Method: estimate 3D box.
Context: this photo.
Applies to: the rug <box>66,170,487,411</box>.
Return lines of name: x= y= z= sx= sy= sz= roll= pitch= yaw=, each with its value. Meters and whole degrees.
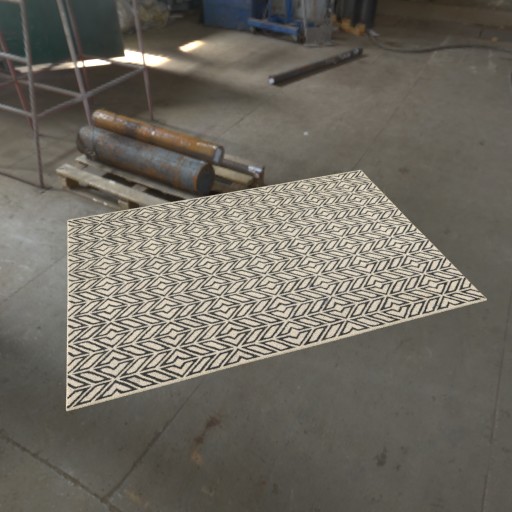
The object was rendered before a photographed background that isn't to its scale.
rug: x=0.000 y=0.000 z=2.253 sx=1.828 sy=0.007 sz=1.220 roll=-12 pitch=42 yaw=-13
